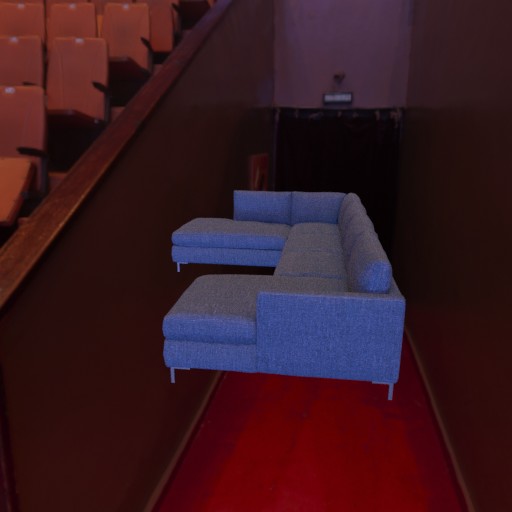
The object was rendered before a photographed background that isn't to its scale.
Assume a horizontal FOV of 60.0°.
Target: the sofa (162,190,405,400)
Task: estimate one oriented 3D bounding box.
[{"bbox_3d":[0.000,0.000,3.600,1.879,0.753,2.737,2,16,8],"label":"sofa"}]
